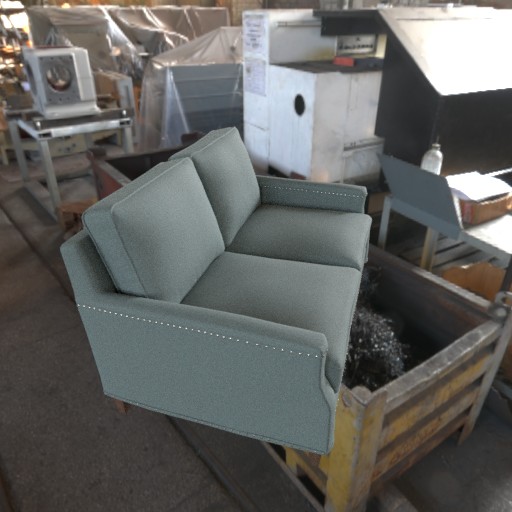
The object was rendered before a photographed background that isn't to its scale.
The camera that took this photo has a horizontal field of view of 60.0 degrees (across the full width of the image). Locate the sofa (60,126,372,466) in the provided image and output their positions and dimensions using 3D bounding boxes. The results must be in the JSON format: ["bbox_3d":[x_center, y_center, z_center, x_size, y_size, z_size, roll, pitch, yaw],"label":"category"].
[{"bbox_3d":[0.000,0.000,2.286,1.084,1.003,1.597,9,31,15],"label":"sofa"}]
